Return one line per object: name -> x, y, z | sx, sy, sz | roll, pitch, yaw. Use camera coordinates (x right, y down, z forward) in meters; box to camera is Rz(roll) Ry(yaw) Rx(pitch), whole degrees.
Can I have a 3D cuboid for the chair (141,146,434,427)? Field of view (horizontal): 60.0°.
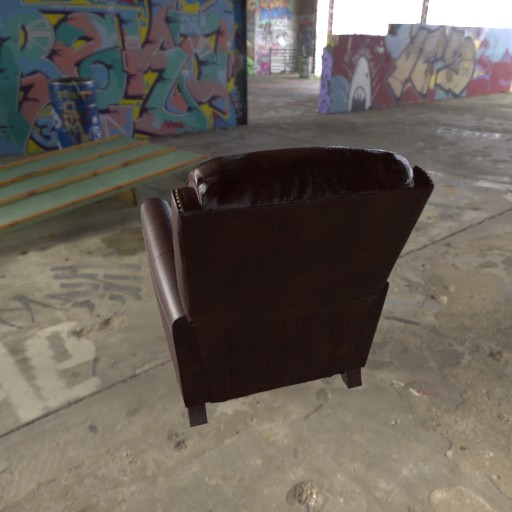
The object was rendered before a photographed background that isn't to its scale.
chair -> 0.000, 0.000, 1.781 | 0.826, 1.022, 1.089 | -8, 27, -16
